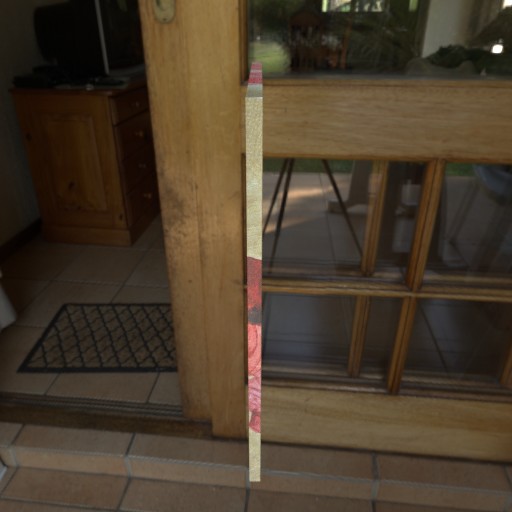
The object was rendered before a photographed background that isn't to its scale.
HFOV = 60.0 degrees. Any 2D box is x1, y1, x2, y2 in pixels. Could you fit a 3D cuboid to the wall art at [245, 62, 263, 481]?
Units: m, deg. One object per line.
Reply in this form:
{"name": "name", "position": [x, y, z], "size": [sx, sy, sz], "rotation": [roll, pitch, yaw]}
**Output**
{"name": "wall art", "position": [0.000, 0.000, 1.331], "size": [0.031, 1.015, 0.762], "rotation": [0, 28, 0]}
